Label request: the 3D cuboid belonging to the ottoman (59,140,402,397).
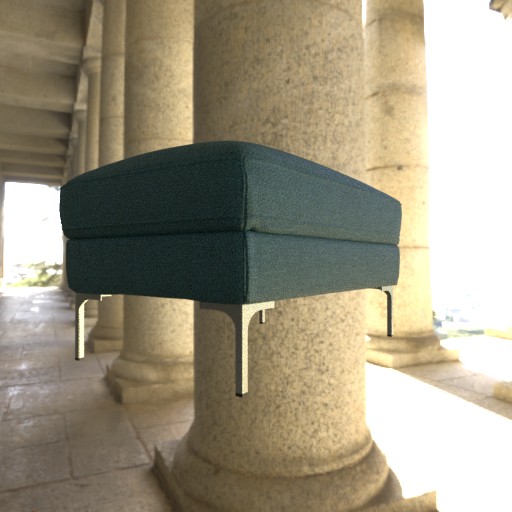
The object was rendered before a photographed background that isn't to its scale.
[{"bbox_3d":[0.000,0.000,1.224,0.563,0.498,0.856,-1,-1,36],"label":"ottoman"}]
